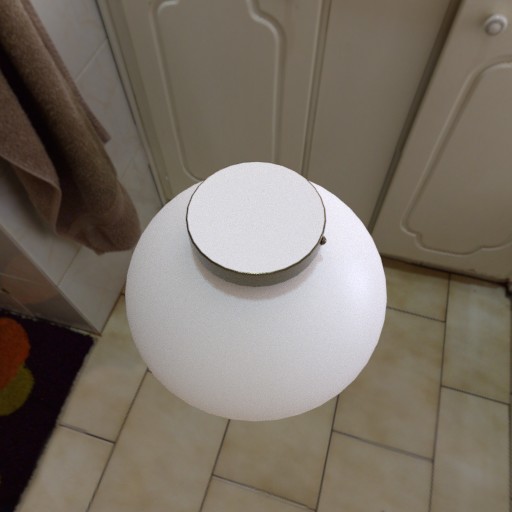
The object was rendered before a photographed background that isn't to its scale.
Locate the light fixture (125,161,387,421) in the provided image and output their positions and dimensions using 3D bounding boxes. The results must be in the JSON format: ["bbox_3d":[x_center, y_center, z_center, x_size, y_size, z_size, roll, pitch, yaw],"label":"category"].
[{"bbox_3d":[0.000,0.000,0.545,0.355,0.177,0.355,0,59,0],"label":"light fixture"}]
